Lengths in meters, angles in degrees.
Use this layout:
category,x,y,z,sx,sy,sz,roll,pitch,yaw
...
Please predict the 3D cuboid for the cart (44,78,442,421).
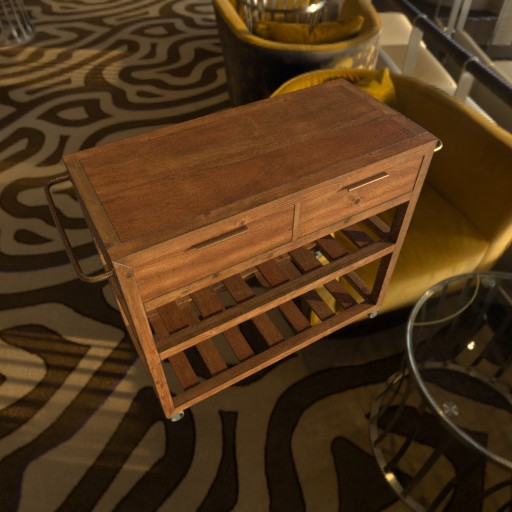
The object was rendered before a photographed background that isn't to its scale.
category,x,y,z,sx,sy,sz,roll,pitch,yaw
cart,0.000,0.000,1.480,1.065,0.830,0.445,-23,51,-20
